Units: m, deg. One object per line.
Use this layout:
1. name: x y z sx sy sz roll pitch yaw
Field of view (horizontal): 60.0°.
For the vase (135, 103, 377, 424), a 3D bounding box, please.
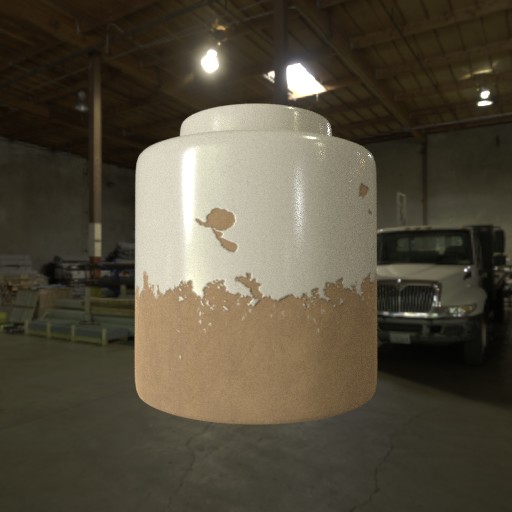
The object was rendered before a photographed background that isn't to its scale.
1. vase: 0.000 0.000 0.291 0.153 0.167 0.153 0 -1 0
